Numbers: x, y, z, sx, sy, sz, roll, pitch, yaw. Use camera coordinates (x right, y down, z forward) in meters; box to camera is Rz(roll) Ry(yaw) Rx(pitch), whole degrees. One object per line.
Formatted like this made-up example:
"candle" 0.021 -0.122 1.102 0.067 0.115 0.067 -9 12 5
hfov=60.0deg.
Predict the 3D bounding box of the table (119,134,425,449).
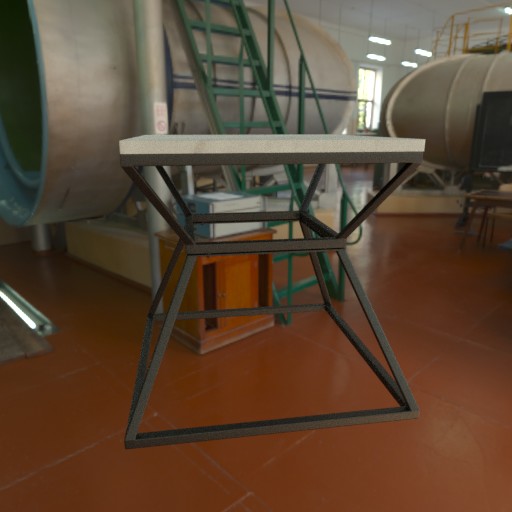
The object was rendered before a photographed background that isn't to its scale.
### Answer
"table" 0.000 0.000 0.828 0.455 0.431 0.455 -3 16 -9
